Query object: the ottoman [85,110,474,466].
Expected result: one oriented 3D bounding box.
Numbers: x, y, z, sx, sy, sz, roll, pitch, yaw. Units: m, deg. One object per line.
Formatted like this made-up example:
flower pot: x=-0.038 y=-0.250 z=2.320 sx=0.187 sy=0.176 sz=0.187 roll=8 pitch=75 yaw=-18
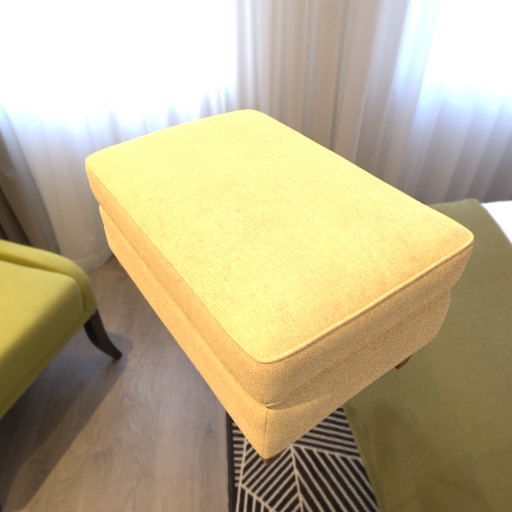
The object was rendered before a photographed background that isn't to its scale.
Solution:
ottoman: x=0.000 y=0.000 z=1.194 sx=0.583 sy=0.484 sz=0.862 roll=-25 pitch=47 yaw=-26
